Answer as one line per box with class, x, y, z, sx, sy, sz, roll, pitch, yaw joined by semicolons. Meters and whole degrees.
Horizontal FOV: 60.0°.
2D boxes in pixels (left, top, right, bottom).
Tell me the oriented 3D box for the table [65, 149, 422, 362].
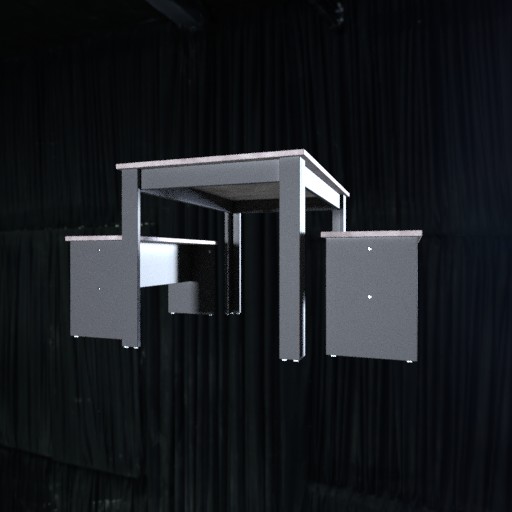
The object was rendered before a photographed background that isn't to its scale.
table;0.000;0.000;2.082;1.443;0.700;1.100;0;0;19
